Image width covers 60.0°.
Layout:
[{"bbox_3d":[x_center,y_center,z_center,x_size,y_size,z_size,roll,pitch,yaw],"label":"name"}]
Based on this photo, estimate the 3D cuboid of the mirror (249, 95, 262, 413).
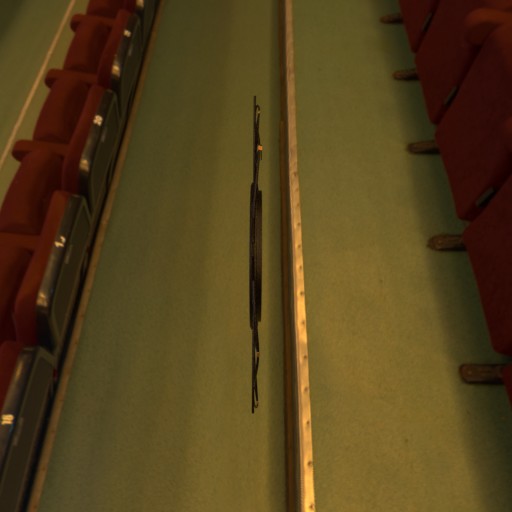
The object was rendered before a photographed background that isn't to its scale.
[{"bbox_3d":[0.000,0.000,1.161,0.028,0.775,0.797,0,58,0],"label":"mirror"}]
